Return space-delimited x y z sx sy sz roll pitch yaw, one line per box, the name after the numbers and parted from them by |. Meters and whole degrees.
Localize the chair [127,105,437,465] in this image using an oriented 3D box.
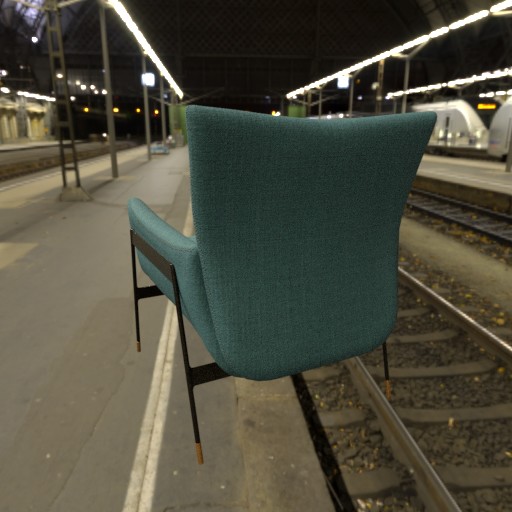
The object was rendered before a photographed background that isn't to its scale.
0.000 0.000 1.401 0.678 0.859 0.769 -8 18 -26 | chair
